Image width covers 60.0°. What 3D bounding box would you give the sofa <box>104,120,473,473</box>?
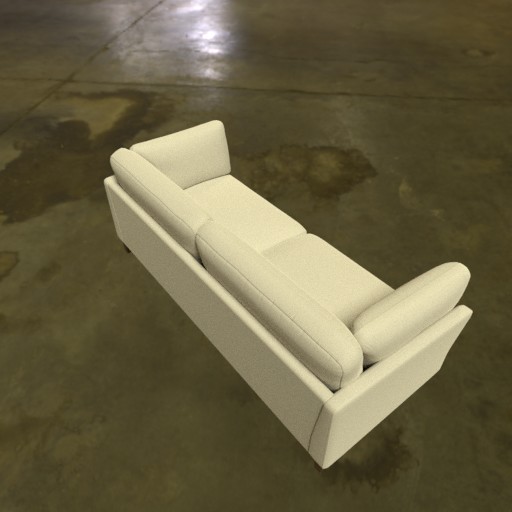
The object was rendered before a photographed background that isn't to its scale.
[{"bbox_3d":[0.000,0.000,2.751,0.957,0.863,2.301,-27,48,-28],"label":"sofa"}]
